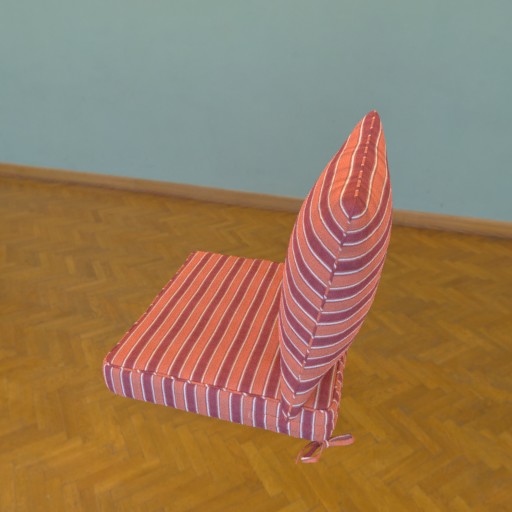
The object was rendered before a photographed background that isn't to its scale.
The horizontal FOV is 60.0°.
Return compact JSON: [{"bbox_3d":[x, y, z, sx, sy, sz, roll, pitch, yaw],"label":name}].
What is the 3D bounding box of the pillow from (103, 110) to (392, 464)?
[{"bbox_3d":[0.000,0.000,1.315,0.733,0.723,0.799,8,31,14],"label":"pillow"}]
